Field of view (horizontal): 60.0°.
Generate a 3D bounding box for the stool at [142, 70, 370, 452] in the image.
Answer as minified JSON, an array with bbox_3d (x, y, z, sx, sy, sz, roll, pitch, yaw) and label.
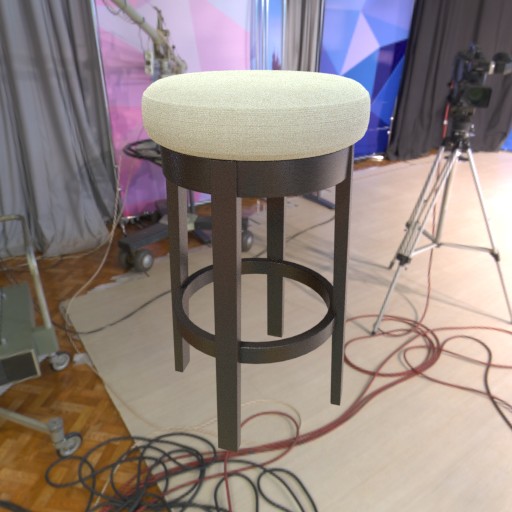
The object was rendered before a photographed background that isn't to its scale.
[{"bbox_3d":[0.000,0.000,0.999,0.446,0.758,0.446,0,27,0],"label":"stool"}]
